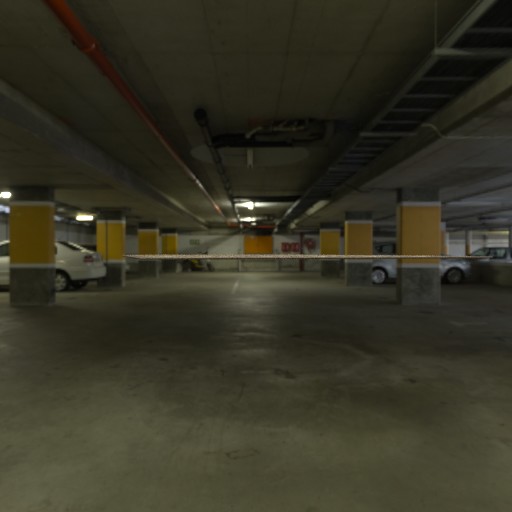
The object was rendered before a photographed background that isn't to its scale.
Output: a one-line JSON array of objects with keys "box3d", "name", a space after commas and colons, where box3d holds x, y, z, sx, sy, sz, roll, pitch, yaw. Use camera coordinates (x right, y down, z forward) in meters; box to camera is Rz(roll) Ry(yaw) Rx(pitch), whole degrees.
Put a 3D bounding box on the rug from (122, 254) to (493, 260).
[{"box3d": [0.000, 0.000, 4.264, 2.382, 0.018, 3.294, 0, 0, -19], "name": "rug"}]
